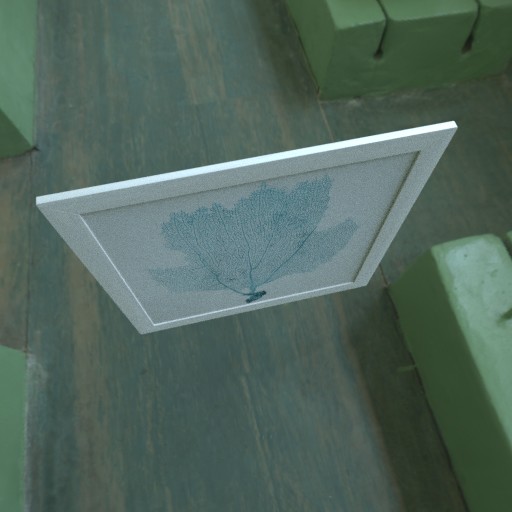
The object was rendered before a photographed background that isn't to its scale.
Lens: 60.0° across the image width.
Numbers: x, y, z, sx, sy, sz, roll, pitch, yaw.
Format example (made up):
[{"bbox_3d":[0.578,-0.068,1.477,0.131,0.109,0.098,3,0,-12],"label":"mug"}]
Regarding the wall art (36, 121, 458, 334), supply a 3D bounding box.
[{"bbox_3d":[0.000,0.000,0.862,0.584,0.584,0.013,-12,64,-6],"label":"wall art"}]
